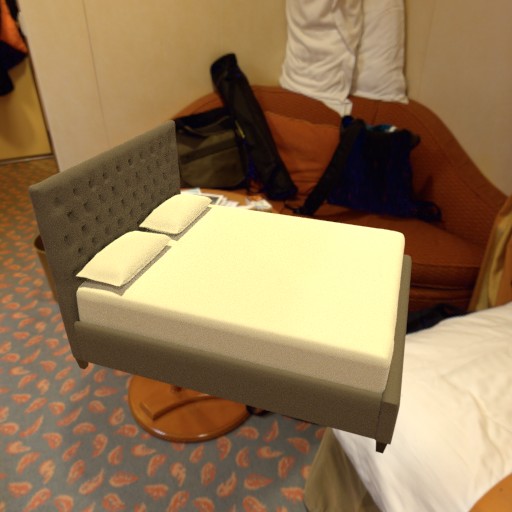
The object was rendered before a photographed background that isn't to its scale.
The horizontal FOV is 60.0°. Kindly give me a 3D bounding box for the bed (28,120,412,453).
[{"bbox_3d":[0.000,0.000,3.256,2.233,1.426,1.696,10,32,16],"label":"bed"}]
